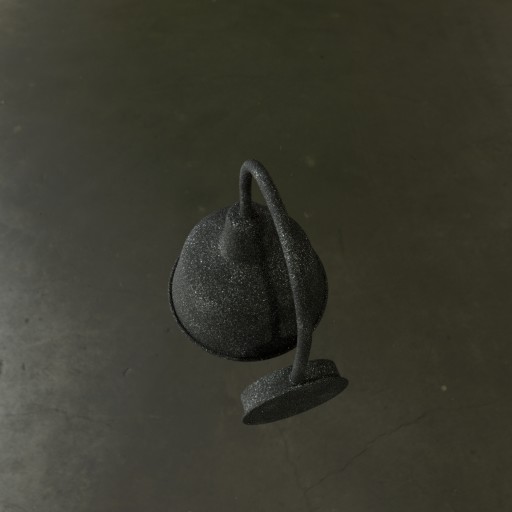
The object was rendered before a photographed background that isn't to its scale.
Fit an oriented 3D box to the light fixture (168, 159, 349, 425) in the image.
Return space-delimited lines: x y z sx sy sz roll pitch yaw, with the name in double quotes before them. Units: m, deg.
"light fixture" 0.000 0.000 0.480 0.216 0.300 0.283 -15 59 -10
